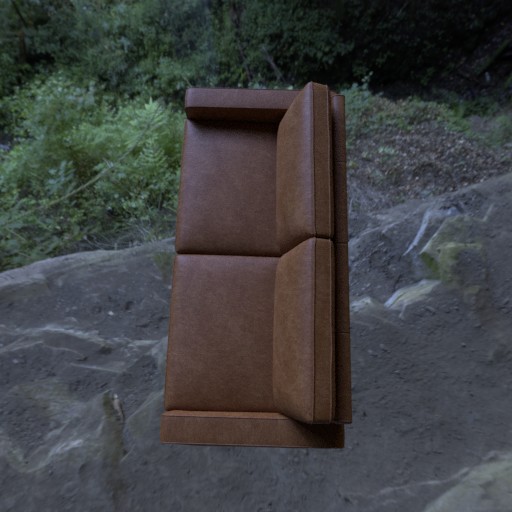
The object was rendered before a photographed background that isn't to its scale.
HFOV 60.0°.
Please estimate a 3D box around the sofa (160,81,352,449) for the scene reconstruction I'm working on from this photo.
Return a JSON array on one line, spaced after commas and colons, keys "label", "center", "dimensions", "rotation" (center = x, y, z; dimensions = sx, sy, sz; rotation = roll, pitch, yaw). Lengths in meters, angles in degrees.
[{"label": "sofa", "center": [0.000, 0.000, 2.675], "dimensions": [0.991, 0.928, 2.156], "rotation": [2, 76, 0]}]
